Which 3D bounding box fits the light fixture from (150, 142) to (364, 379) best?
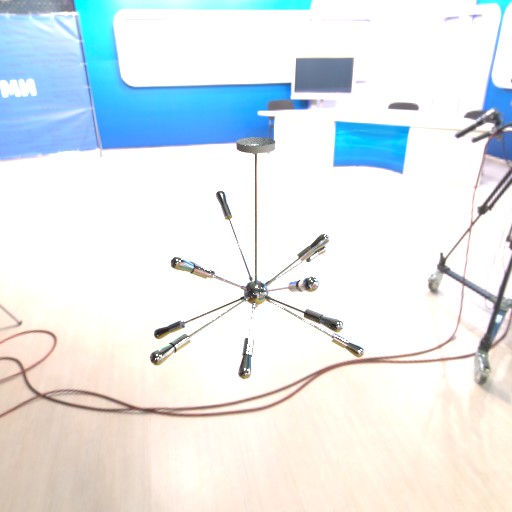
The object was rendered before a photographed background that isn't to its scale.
[{"bbox_3d":[0.000,0.000,1.091,0.509,0.558,0.684,19,32,34],"label":"light fixture"}]
